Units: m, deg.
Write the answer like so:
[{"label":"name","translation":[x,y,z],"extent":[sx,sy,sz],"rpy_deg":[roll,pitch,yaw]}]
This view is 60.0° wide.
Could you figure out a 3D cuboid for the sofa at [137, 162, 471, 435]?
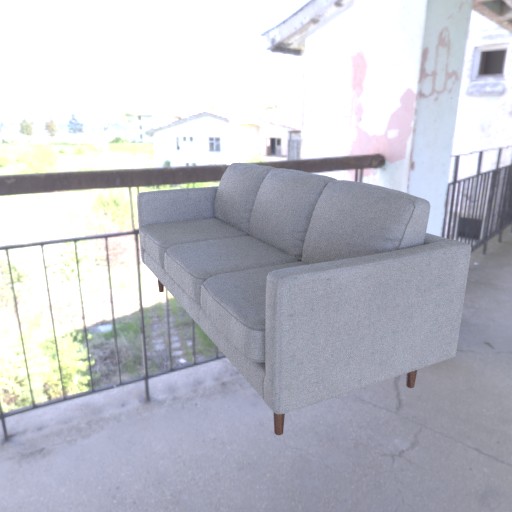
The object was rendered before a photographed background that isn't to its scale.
[{"label":"sofa","translation":[0.000,0.000,2.491],"extent":[0.944,0.918,1.983],"rpy_deg":[-9,19,-26]}]
